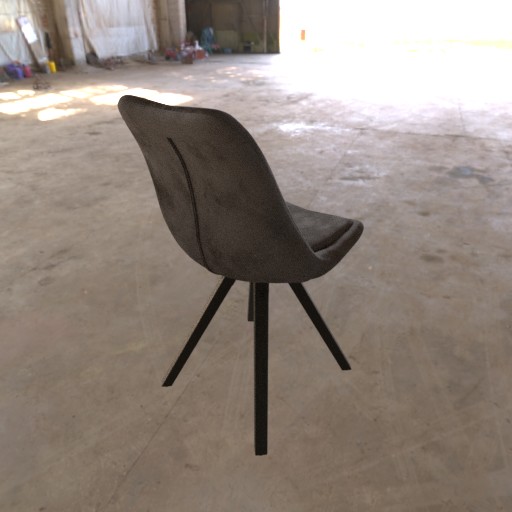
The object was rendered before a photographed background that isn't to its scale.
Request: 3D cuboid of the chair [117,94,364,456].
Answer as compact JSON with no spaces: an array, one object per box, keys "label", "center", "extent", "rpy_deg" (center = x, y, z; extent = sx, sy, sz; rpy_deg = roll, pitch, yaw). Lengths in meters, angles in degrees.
[{"label":"chair","center":[0.000,0.000,1.177],"extent":[0.476,0.850,0.550],"rpy_deg":[22,36,34]}]
